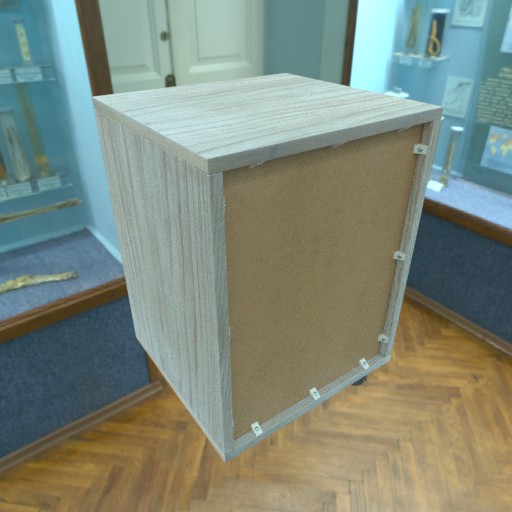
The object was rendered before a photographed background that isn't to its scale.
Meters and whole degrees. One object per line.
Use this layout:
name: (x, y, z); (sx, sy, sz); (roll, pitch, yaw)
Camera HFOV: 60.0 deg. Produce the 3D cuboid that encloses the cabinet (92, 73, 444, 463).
cabinet: (0.000, 0.000, 0.855); (0.409, 0.579, 0.401); (-20, 37, -30)
